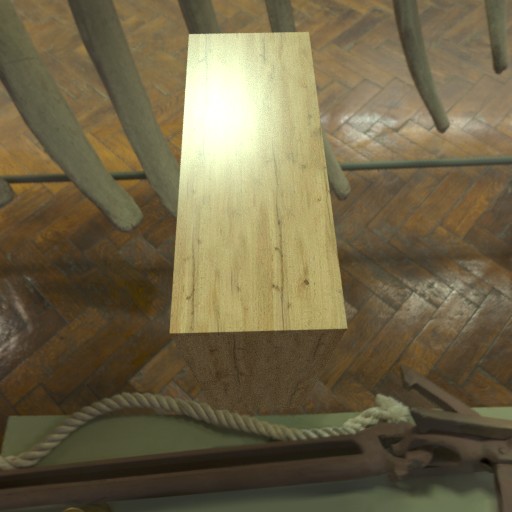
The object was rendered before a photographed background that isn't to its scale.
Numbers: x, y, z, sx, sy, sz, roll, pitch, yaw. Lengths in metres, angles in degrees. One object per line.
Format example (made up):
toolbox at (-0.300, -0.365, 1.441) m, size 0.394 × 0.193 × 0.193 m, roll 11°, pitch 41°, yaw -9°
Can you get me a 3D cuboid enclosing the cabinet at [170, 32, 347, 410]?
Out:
cabinet at (0.000, 0.000, 2.019) m, size 0.473 × 1.397 × 1.168 m, roll -1°, pitch 62°, yaw -1°
